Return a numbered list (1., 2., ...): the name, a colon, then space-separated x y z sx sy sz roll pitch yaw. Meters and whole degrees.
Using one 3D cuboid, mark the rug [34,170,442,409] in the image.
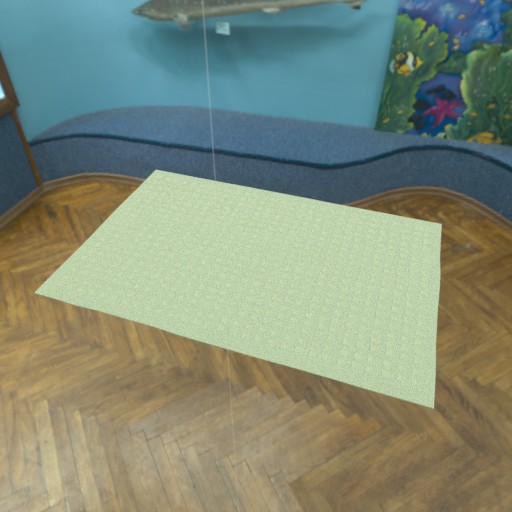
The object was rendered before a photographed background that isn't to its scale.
1. rug: 0.000 0.000 2.210 1.747 0.006 1.143 13 43 14
